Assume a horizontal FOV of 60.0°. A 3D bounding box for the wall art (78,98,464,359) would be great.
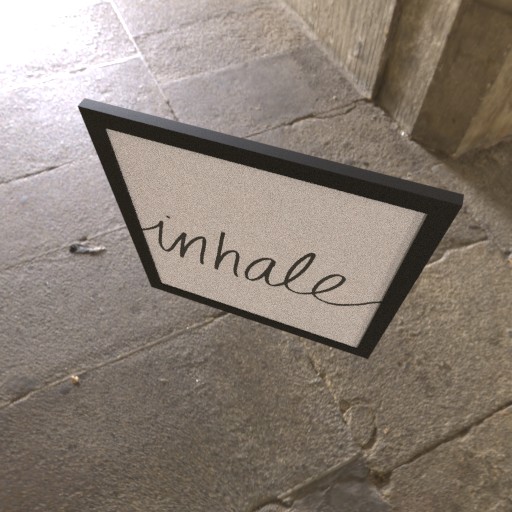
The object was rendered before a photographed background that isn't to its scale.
[{"bbox_3d":[0.000,0.000,0.540,0.356,0.356,0.013,17,59,11],"label":"wall art"}]
